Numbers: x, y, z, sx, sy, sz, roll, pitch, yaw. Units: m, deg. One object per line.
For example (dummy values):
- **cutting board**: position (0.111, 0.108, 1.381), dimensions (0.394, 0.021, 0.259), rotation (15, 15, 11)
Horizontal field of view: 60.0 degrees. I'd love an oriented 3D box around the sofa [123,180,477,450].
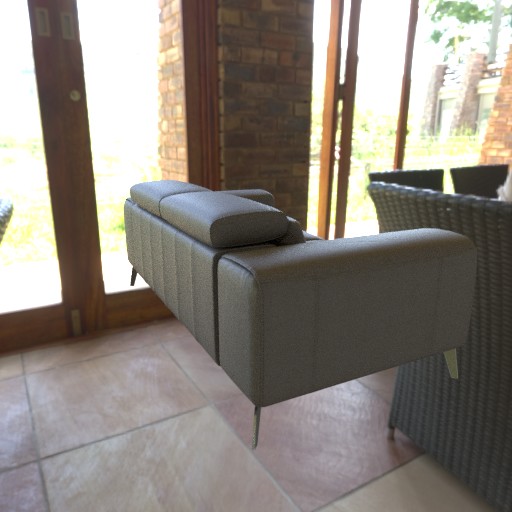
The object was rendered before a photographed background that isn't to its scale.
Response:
- **sofa**: position (0.000, 0.000, 2.387), dimensions (1.024, 0.753, 1.930), rotation (-8, 17, -26)
